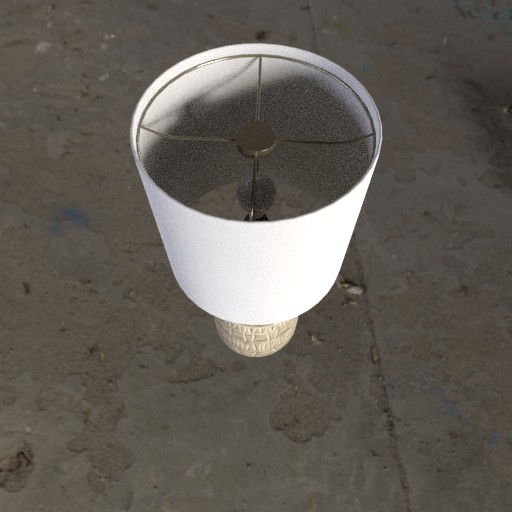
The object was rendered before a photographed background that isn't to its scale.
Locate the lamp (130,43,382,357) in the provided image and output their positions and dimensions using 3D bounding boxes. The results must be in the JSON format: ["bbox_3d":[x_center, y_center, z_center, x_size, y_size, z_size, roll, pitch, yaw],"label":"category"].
[{"bbox_3d":[0.000,0.000,0.570,0.211,0.455,0.211,14,61,8],"label":"lamp"}]
